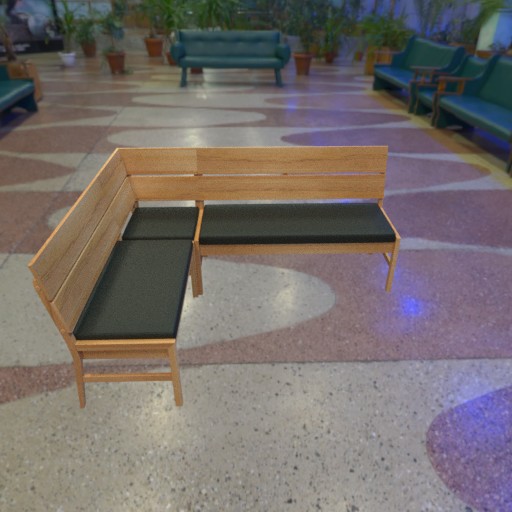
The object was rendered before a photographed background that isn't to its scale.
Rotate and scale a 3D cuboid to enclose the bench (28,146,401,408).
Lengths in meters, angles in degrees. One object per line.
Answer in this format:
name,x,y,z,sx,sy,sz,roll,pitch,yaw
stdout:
bench,0.000,0.000,2.757,1.948,0.890,1.548,-1,32,-1
